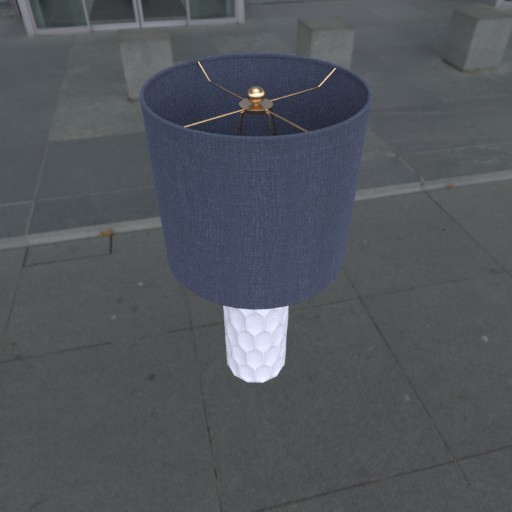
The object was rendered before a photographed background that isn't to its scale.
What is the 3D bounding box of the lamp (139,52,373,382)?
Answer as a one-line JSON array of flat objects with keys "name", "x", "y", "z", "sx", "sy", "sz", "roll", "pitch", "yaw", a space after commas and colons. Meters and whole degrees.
[{"name": "lamp", "x": 0.000, "y": 0.000, "z": 0.709, "sx": 0.277, "sy": 0.537, "sz": 0.277, "roll": 1, "pitch": 40, "yaw": 1}]
